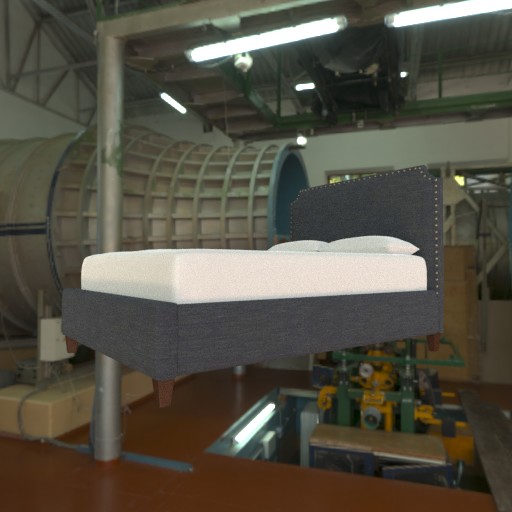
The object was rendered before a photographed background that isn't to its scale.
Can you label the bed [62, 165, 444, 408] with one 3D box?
[{"bbox_3d":[0.000,0.000,3.360,2.372,1.443,1.713,1,-2,-37],"label":"bed"}]
